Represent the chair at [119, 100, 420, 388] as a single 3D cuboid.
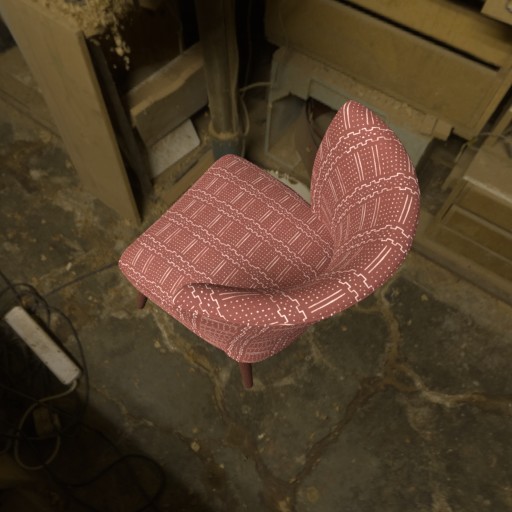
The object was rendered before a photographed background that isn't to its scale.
[{"bbox_3d":[0.000,0.000,1.390,0.758,0.866,0.706,34,68,16],"label":"chair"}]
